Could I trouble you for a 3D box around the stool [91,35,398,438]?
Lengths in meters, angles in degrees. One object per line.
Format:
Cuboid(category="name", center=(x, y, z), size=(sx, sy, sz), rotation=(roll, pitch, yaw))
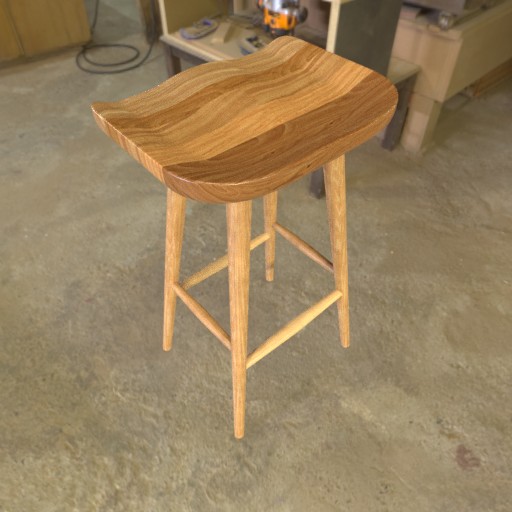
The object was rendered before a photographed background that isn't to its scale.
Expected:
Cuboid(category="stool", center=(0.000, 0.000, 0.917), size=(0.407, 0.698, 0.322), rotation=(-32, 55, -26))
